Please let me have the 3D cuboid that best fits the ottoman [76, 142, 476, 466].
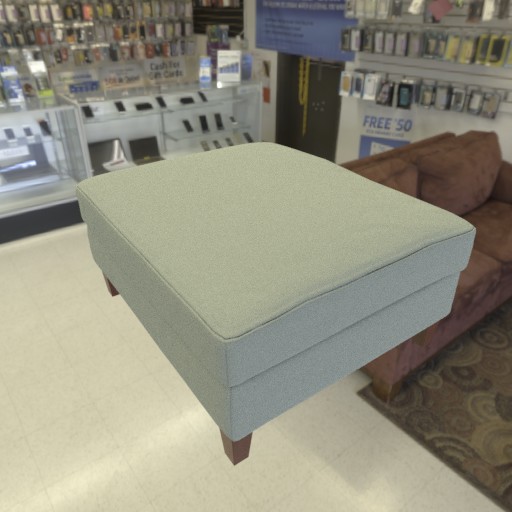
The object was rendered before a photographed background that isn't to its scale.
[{"bbox_3d":[0.000,0.000,1.455,0.842,0.494,0.991,-20,36,-30],"label":"ottoman"}]
